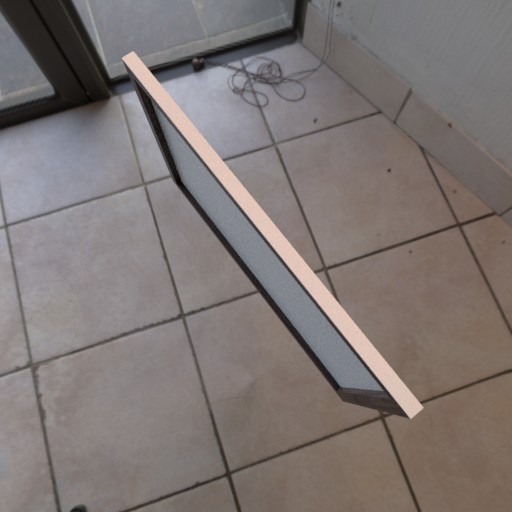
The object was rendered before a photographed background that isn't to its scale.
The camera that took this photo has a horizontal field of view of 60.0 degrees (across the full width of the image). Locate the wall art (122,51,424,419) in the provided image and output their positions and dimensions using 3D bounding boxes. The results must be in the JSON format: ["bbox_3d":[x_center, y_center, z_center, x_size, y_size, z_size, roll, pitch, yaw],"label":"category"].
[{"bbox_3d":[0.000,0.000,1.910,0.051,1.016,1.520,-36,78,-9],"label":"wall art"}]
